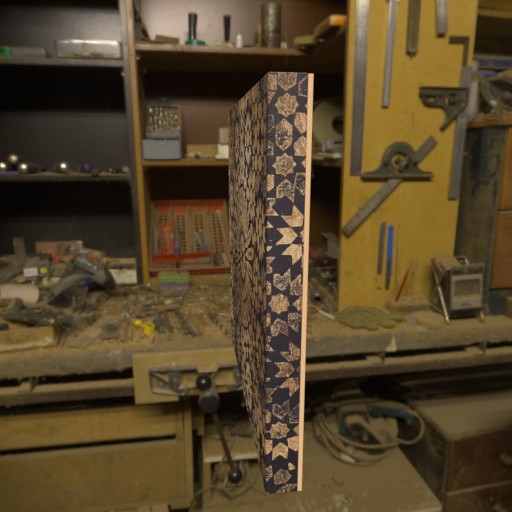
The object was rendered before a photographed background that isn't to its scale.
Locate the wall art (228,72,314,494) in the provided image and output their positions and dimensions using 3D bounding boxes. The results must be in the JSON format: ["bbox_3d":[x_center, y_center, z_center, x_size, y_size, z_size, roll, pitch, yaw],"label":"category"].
[{"bbox_3d":[0.000,0.000,0.603,0.038,0.405,0.405,-2,14,-8],"label":"wall art"}]
